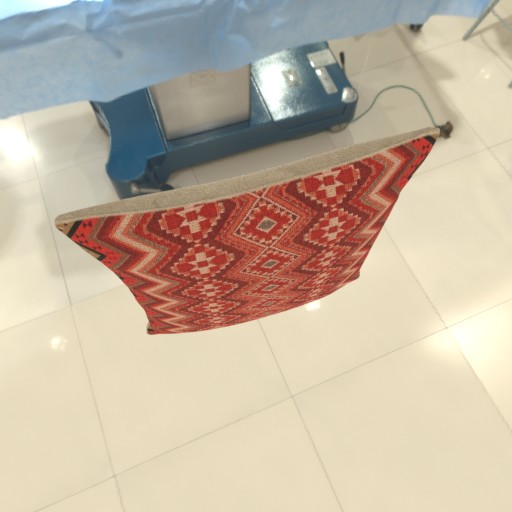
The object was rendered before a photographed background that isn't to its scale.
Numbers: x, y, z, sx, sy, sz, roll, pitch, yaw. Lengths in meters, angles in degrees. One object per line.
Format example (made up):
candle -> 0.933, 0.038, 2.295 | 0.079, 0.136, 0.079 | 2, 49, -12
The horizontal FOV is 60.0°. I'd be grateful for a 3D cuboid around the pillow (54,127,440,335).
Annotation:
pillow -> 0.000, 0.000, 0.797 | 0.513, 0.511, 0.158 | -15, 66, -7
